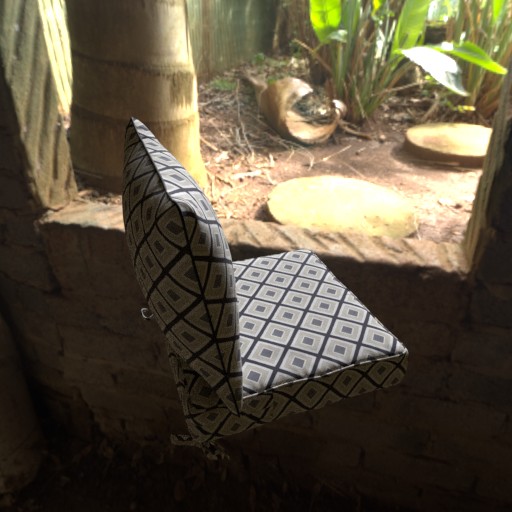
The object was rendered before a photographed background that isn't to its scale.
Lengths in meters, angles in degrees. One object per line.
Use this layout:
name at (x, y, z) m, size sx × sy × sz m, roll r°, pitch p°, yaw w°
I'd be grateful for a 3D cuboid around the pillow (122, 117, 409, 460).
pillow at (0.000, 0.000, 1.347) m, size 0.733 × 0.722 × 0.798 m, roll -10°, pitch 31°, yaw -17°
